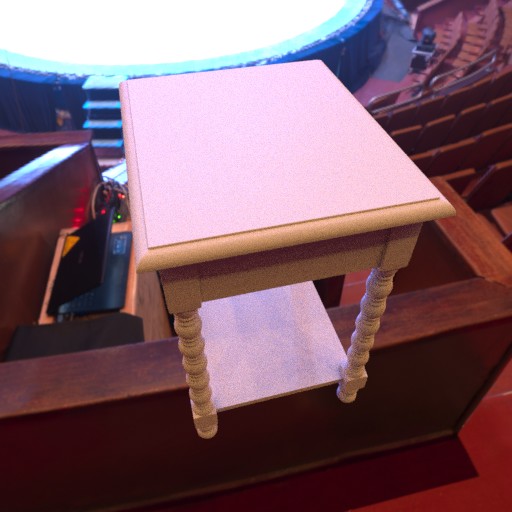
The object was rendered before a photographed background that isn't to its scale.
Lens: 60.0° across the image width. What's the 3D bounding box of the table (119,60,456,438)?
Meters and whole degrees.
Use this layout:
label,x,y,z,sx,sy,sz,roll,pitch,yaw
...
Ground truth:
label,x,y,z,sx,sy,sz,roll,pitch,yaw
table,0.000,0.000,0.835,0.381,0.531,0.460,-10,46,-10
